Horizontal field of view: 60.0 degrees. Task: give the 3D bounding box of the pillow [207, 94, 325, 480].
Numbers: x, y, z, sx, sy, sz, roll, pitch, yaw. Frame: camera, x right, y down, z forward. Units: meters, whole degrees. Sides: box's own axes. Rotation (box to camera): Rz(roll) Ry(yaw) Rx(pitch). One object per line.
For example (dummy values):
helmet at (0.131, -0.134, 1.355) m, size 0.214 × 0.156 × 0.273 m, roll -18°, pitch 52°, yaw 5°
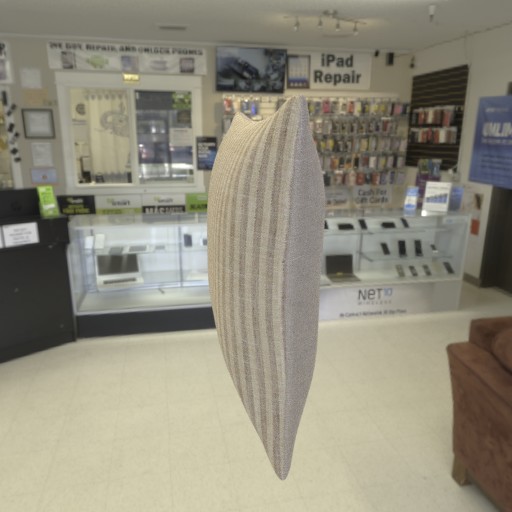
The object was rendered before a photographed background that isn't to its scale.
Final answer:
pillow at (0.000, 0.000, 0.795) m, size 0.166 × 0.510 × 0.523 m, roll -3°, pitch 16°, yaw -9°
